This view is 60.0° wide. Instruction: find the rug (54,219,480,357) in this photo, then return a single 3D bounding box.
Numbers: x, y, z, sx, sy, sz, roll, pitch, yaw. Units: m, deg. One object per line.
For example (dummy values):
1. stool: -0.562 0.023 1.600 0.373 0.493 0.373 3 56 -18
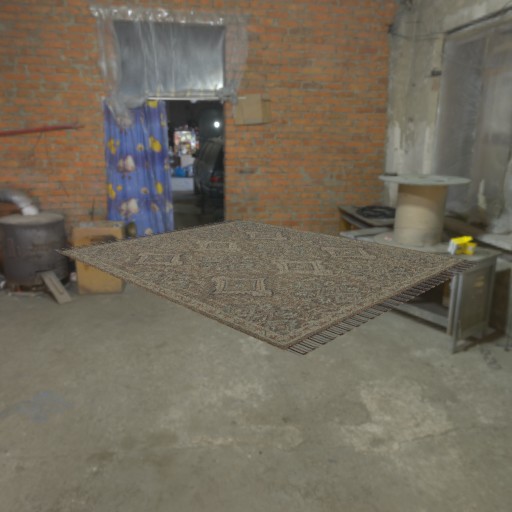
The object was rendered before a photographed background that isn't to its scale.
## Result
1. rug: 0.000 0.000 4.048 2.437 0.010 3.056 -14 20 -43
